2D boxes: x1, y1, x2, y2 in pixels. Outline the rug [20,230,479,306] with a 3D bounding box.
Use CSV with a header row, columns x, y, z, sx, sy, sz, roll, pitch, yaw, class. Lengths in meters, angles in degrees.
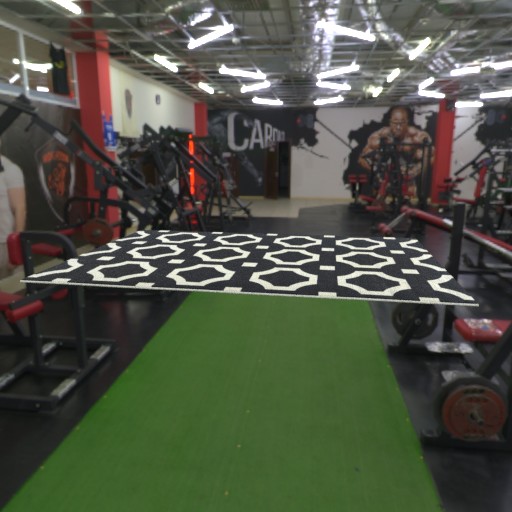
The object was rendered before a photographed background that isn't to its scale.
x,y,z,sx,sy,sz,roll,pitch,yaw,class
0.000,0.000,2.916,2.286,0.016,1.555,2,13,9,rug
